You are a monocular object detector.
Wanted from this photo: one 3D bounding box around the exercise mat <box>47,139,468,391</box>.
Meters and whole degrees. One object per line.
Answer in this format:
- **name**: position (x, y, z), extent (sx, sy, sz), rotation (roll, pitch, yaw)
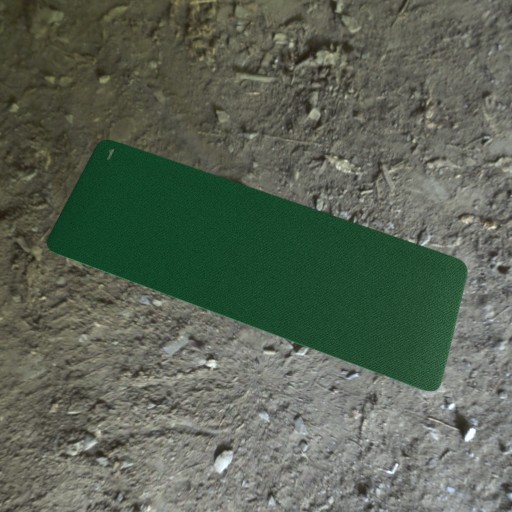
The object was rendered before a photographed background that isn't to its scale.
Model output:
- **exercise mat**: position (0.000, 0.000, 2.033), extent (1.869, 0.021, 0.616), rotation (20, 76, 5)
